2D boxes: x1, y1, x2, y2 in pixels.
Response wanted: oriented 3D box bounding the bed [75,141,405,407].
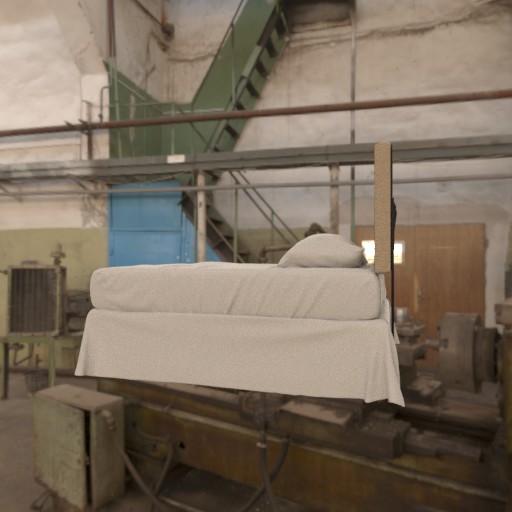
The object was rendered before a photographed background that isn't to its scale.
[{"bbox_3d":[0.000,0.000,3.547,2.221,1.645,1.876,0,0,17],"label":"bed"}]
